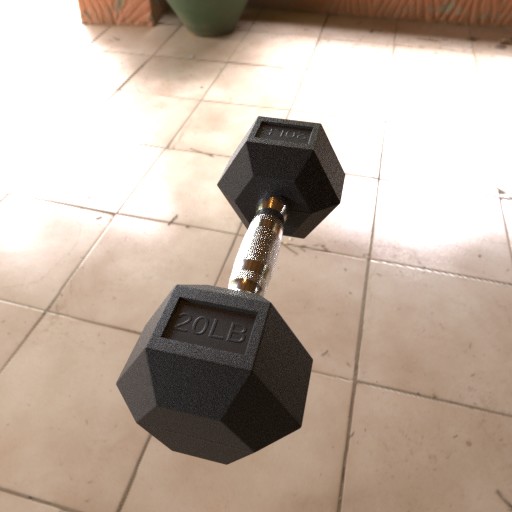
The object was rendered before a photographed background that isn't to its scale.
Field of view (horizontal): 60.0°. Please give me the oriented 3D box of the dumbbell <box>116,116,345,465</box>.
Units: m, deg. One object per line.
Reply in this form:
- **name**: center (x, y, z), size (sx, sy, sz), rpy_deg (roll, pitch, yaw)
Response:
- **dumbbell**: center (0.000, 0.000, 0.352), size (0.116, 0.101, 0.297), rpy_deg (10, 46, 10)
